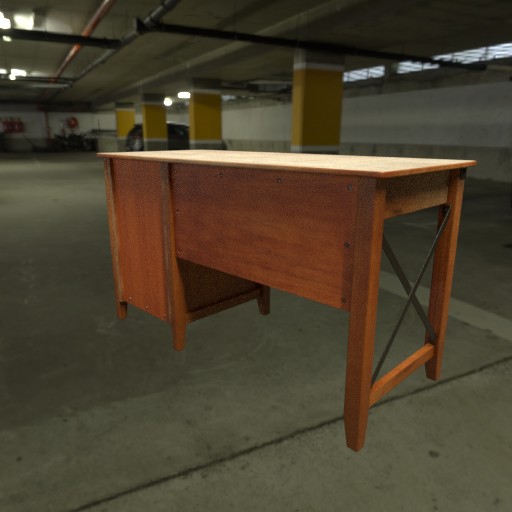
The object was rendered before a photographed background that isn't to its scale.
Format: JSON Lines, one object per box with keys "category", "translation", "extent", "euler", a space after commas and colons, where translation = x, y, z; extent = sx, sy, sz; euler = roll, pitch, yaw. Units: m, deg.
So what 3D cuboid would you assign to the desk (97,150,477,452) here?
{"category": "desk", "translation": [0.000, 0.000, 1.721], "extent": [1.353, 0.756, 0.574], "euler": [15, 21, 43]}
